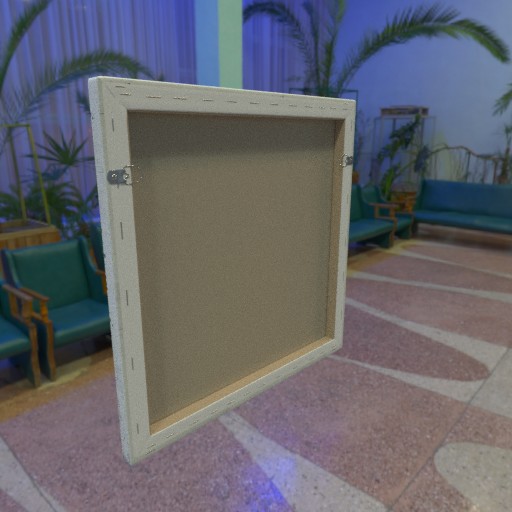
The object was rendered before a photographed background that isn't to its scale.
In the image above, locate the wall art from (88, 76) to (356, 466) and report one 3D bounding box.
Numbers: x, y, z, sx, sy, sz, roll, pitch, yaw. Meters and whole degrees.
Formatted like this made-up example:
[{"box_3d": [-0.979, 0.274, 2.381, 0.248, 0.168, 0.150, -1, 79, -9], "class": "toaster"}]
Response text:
[{"box_3d": [0.000, 0.000, 1.090, 0.762, 0.762, 0.038, -15, 21, -43], "class": "wall art"}]
